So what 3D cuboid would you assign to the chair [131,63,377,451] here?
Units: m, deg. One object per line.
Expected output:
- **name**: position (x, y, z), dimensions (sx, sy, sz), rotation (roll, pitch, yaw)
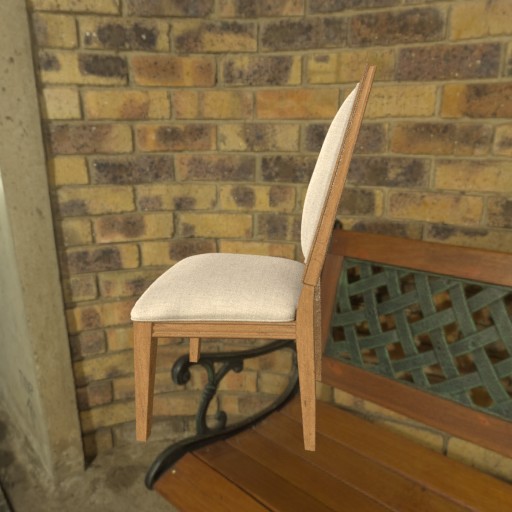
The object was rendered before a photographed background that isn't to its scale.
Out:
- **chair**: position (0.000, 0.000, 1.316), dimensions (0.601, 0.988, 0.536), rotation (3, 16, 10)
